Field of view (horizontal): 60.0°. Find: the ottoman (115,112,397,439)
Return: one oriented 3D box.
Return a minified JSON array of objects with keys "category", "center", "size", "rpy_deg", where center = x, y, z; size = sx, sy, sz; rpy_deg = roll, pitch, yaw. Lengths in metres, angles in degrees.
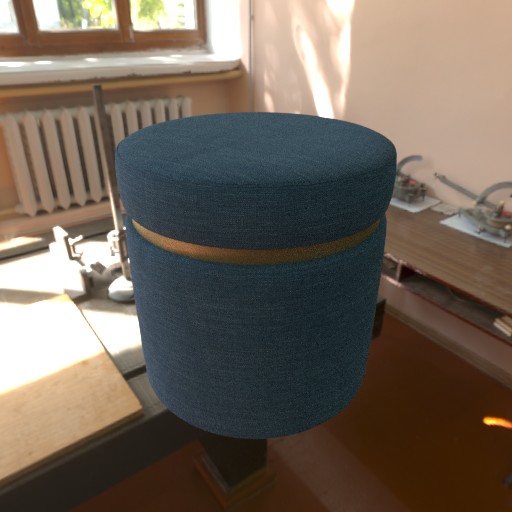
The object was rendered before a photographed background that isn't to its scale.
[{"category":"ottoman","center":[0.000,0.000,0.725],"size":[0.398,0.406,0.398],"rpy_deg":[0,28,0]}]
